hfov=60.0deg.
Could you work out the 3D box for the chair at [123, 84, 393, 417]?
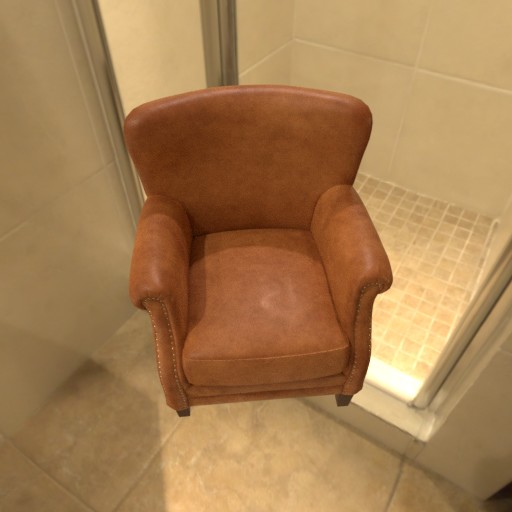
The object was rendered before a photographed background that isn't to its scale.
[{"bbox_3d":[0.000,0.000,1.658,0.861,0.936,0.921,-4,47,-3],"label":"chair"}]
